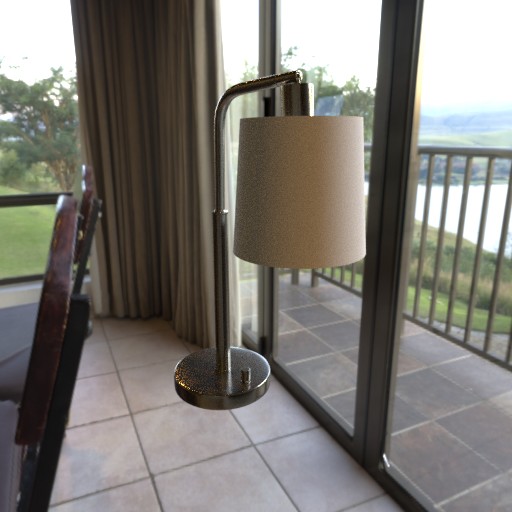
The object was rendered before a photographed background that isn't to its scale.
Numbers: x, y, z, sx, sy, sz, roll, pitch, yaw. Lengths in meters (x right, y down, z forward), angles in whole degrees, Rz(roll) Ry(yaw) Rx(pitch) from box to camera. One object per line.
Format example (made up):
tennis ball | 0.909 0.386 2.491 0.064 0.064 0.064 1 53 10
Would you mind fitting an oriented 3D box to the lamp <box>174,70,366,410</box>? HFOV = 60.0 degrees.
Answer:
lamp | 0.000 0.000 0.643 0.171 0.489 0.333 -14 21 -42
